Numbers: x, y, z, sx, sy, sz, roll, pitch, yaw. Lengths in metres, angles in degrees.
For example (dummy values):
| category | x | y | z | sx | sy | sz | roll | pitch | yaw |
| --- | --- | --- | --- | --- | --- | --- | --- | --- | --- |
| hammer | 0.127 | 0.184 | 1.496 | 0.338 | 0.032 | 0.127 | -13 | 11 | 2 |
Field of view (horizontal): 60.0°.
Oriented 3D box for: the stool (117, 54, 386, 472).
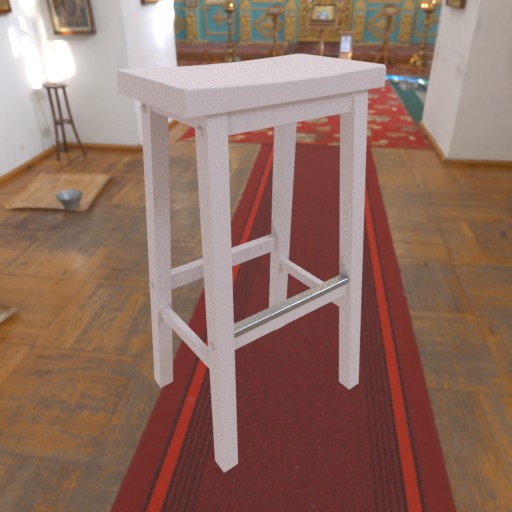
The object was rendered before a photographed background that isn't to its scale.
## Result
| category | x | y | z | sx | sy | sz | roll | pitch | yaw |
| --- | --- | --- | --- | --- | --- | --- | --- | --- | --- |
| stool | 0.000 | 0.000 | 0.939 | 0.406 | 0.742 | 0.322 | -21 | 36 | -31 |
